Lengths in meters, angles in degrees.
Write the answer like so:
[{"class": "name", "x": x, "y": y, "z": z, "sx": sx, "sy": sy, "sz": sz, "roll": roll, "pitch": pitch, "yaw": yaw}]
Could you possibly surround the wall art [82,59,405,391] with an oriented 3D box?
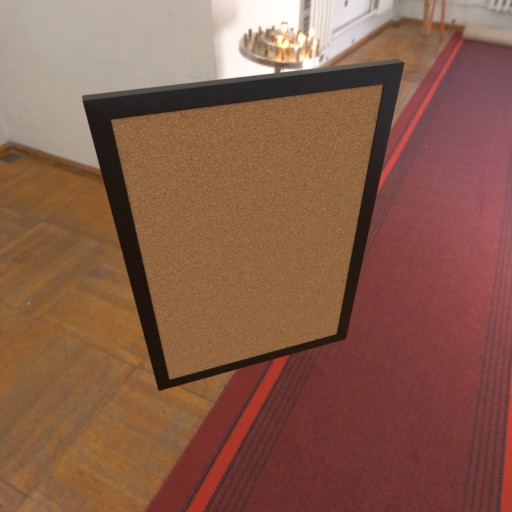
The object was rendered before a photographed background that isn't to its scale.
[{"class": "wall art", "x": 0.000, "y": 0.000, "z": 0.546, "sx": 0.304, "sy": 0.432, "sz": 0.013, "roll": -12, "pitch": 43, "yaw": -14}]
